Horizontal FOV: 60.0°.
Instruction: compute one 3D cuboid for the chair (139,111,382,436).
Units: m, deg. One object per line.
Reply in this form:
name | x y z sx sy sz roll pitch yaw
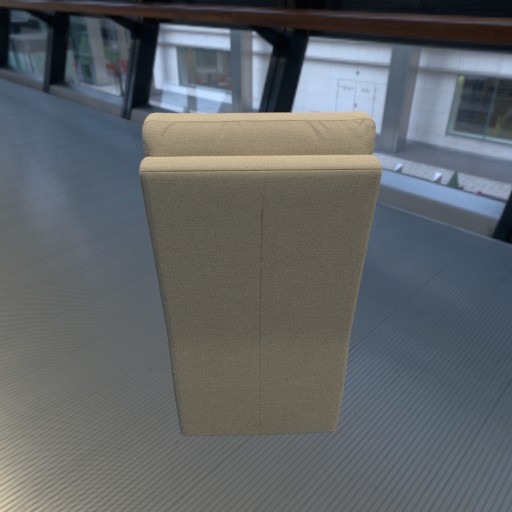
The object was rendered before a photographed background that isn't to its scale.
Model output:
chair | 0.000 0.000 1.341 0.503 0.927 0.698 -1 30 -2
